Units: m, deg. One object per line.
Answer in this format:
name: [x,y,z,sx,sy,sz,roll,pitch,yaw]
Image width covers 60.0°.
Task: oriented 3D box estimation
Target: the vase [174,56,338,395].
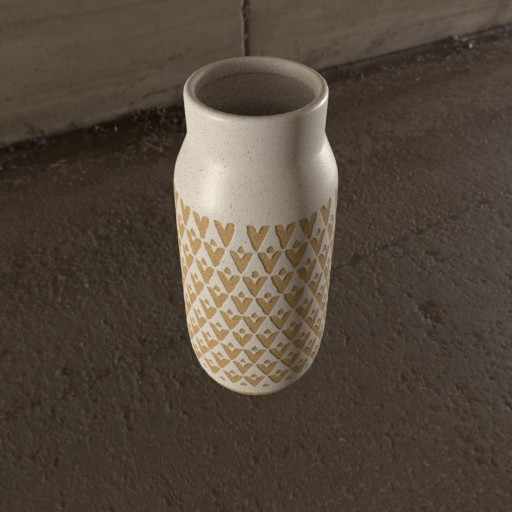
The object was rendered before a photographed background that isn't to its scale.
vase: [0.000,0.000,0.385,0.137,0.307,0.137,0,46,0]
